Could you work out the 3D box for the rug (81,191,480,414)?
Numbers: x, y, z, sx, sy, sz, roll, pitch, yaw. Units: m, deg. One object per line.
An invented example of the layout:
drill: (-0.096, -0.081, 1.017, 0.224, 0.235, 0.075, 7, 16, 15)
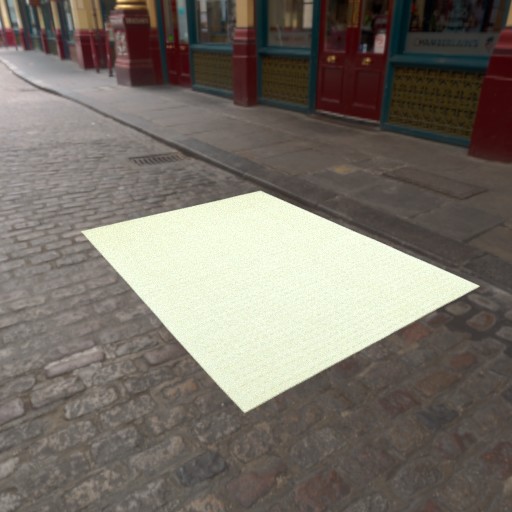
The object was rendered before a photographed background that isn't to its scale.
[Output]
rug: (0.000, 0.000, 4.320, 2.452, 0.016, 3.204, -18, 31, -31)
